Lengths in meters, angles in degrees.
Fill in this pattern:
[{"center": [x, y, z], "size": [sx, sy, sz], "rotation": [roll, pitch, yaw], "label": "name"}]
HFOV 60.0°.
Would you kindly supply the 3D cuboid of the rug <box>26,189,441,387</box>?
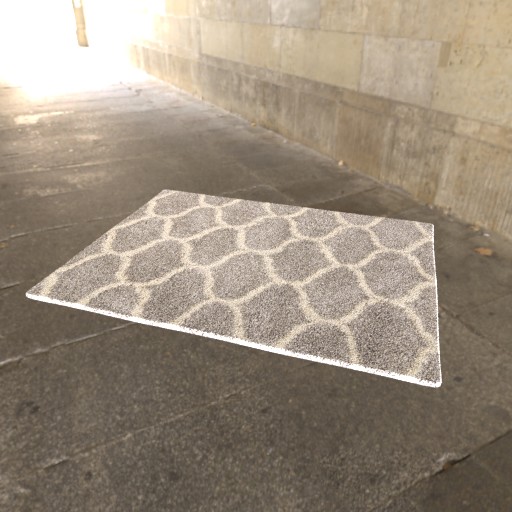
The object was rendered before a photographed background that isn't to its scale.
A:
[{"center": [0.000, 0.000, 2.083], "size": [1.600, 0.025, 1.200], "rotation": [9, 31, 15], "label": "rug"}]
